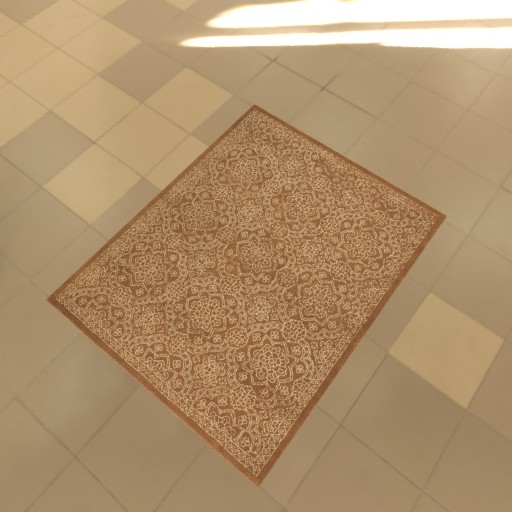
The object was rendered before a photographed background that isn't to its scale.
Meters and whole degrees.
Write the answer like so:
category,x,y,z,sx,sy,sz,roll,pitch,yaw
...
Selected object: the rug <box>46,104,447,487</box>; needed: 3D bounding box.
category,x,y,z,sx,sy,sz,roll,pitch,yaw
rug,0.000,0.000,4.208,2.441,0.015,3.050,35,68,16
